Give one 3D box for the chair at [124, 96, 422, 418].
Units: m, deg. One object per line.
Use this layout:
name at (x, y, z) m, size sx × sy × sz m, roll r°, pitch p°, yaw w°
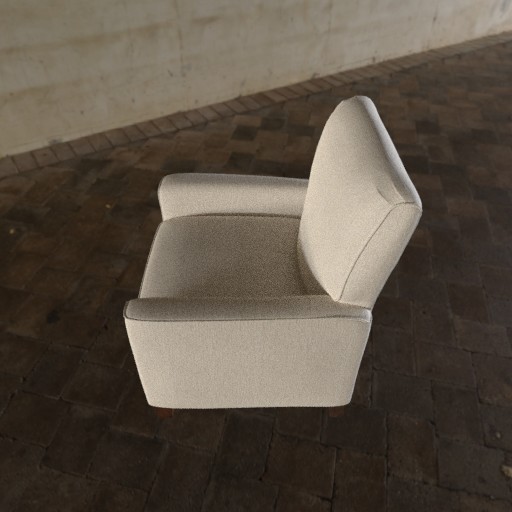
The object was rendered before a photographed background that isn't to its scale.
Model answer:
chair at (0.000, 0.000, 1.671) m, size 0.858 × 1.028 × 0.841 m, roll 0°, pitch 42°, yaw 0°
